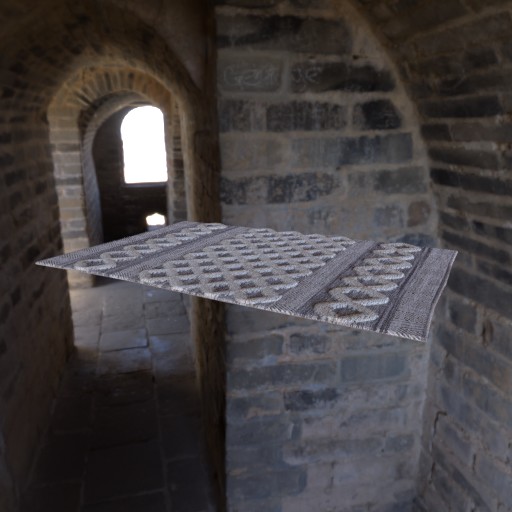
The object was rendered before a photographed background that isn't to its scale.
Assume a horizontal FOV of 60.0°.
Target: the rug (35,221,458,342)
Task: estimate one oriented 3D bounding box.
[{"bbox_3d":[0.000,0.000,2.283,1.823,0.030,1.222,8,17,27],"label":"rug"}]
